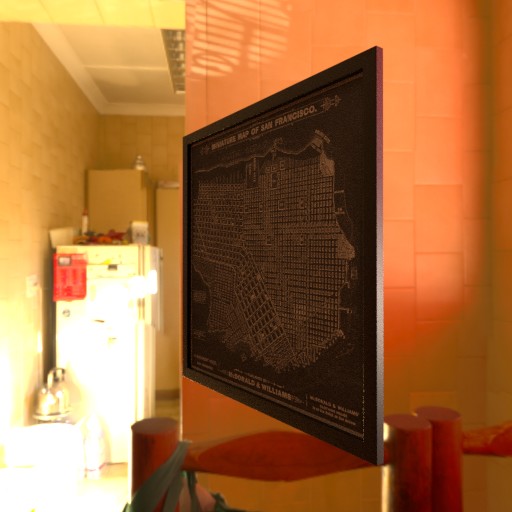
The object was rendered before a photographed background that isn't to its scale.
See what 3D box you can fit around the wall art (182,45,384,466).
[{"bbox_3d":[0.000,0.000,0.670,0.012,0.458,0.457,0,0,-37],"label":"wall art"}]
